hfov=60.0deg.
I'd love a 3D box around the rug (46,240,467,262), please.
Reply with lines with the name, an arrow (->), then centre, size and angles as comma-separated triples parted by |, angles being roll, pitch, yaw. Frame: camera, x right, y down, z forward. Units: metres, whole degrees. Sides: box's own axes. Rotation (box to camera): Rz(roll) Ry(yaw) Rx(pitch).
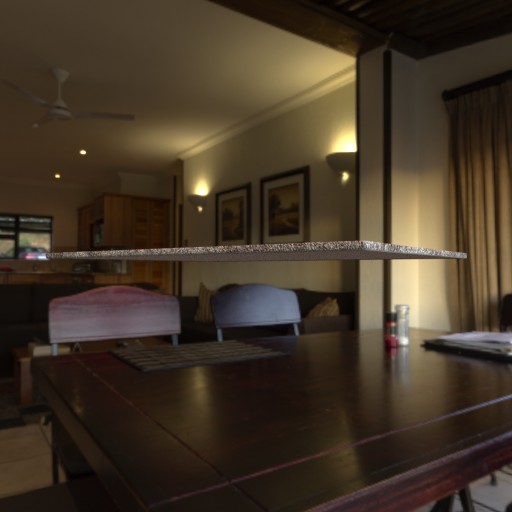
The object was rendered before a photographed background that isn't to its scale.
rug -> 0.000, 0.000, 2.097 | 1.601, 0.025, 1.198 | -1, -2, 37
